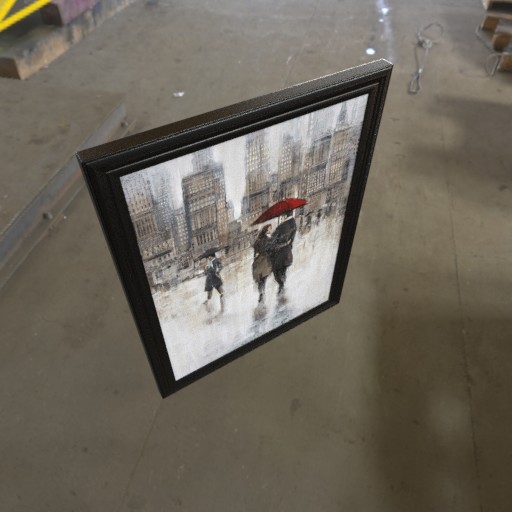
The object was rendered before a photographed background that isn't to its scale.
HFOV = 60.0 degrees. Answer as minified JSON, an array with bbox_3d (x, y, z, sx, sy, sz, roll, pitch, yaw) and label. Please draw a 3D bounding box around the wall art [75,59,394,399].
[{"bbox_3d":[0.000,0.000,1.611,0.950,1.194,0.053,-25,52,-21],"label":"wall art"}]
